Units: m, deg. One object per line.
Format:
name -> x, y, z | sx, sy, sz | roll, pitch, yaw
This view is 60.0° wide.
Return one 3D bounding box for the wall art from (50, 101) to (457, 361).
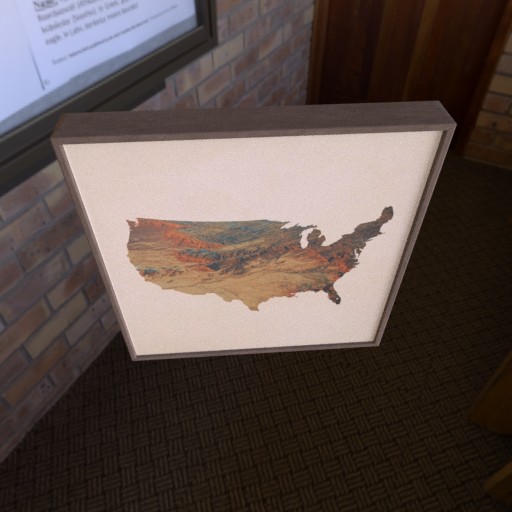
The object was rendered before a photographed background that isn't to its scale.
wall art -> 0.000, 0.000, 0.449 | 0.303, 0.302, 0.038 | -3, 45, -3
